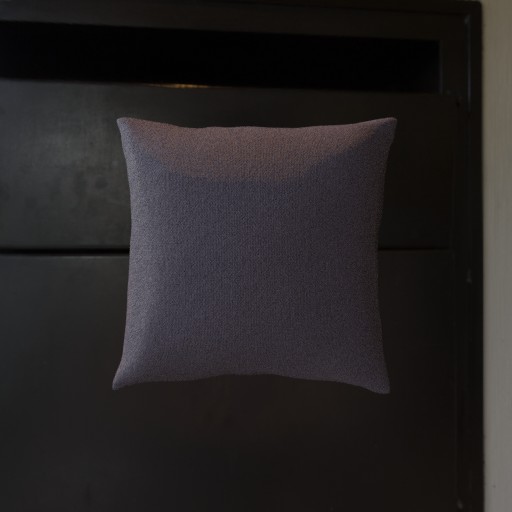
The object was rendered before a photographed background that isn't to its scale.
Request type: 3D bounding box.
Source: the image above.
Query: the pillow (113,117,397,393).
[{"bbox_3d":[0.000,0.000,0.709,0.452,0.439,0.204,0,0,-1],"label":"pillow"}]
